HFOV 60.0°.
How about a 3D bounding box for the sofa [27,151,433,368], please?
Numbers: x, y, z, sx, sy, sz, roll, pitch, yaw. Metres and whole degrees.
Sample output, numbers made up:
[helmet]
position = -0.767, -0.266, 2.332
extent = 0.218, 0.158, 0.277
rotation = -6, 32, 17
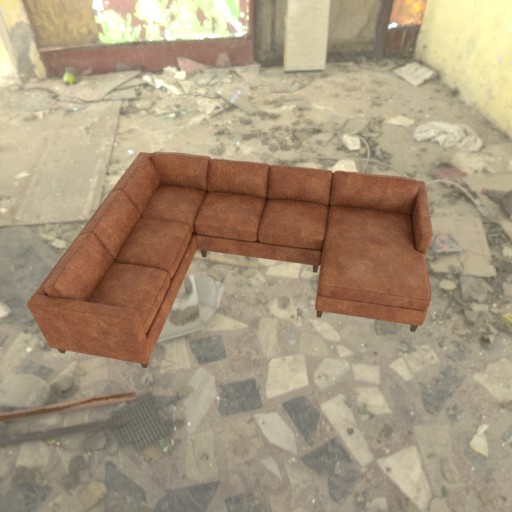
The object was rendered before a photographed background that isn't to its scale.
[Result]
[sofa]
position = 0.000, 0.000, 4.425
extent = 3.324, 0.888, 2.452
rotation = 8, 44, 8
